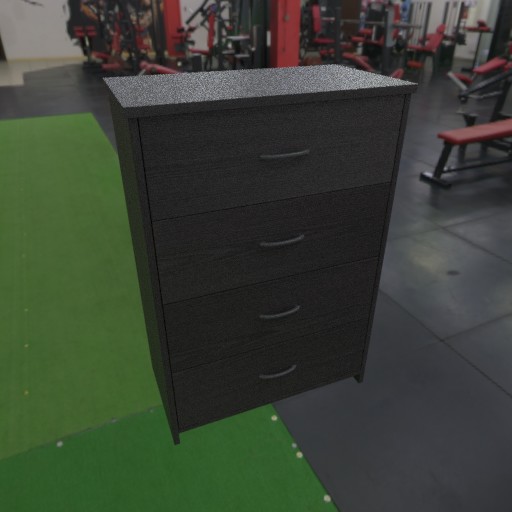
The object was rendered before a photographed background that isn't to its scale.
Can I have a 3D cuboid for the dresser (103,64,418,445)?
[{"bbox_3d":[0.000,0.000,1.373,0.704,1.020,0.399,-12,32,-19],"label":"dresser"}]
